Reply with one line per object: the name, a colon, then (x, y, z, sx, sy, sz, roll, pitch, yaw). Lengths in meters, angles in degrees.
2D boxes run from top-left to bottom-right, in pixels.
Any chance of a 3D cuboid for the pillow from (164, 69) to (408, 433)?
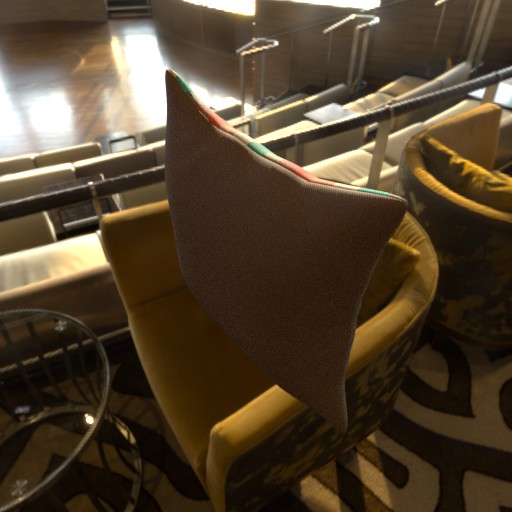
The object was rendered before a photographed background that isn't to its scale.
pillow: (0.000, 0.000, 0.685, 0.168, 0.443, 0.453, -27, 48, -27)
